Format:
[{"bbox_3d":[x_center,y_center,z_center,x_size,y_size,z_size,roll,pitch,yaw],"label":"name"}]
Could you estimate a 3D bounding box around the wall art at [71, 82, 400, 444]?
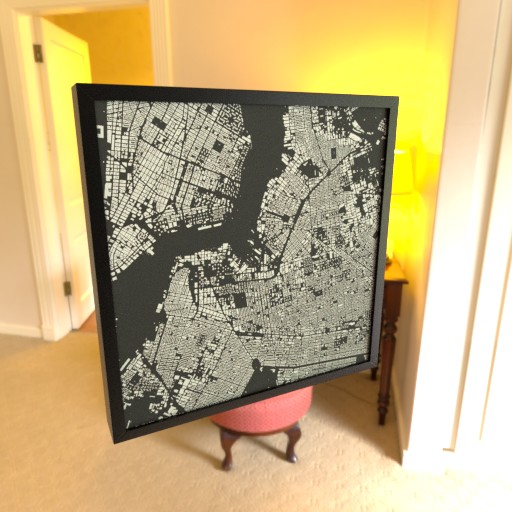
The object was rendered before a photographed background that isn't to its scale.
[{"bbox_3d":[0.000,0.000,0.430,0.299,0.299,0.037,-8,18,-25],"label":"wall art"}]
